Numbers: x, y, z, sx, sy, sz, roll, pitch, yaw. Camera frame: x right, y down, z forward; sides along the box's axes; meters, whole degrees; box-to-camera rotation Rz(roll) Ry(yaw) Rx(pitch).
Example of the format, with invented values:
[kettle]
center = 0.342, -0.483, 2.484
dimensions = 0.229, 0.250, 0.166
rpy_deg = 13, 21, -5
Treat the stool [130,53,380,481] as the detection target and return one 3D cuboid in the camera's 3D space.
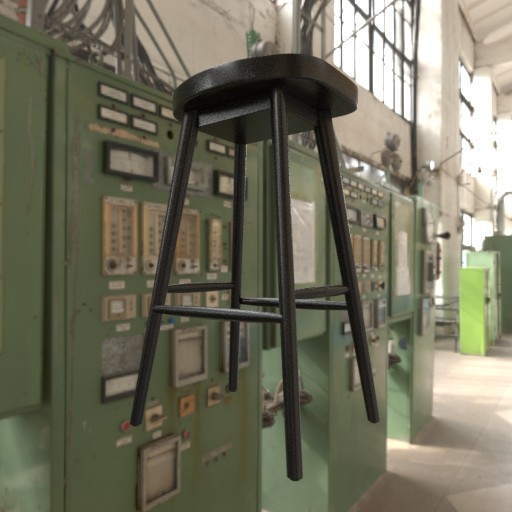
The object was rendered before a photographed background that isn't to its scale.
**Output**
[stool]
center = 0.000, 0.000, 0.998
dimensions = 0.440, 0.749, 0.361
rpy_deg = -1, -2, 37
